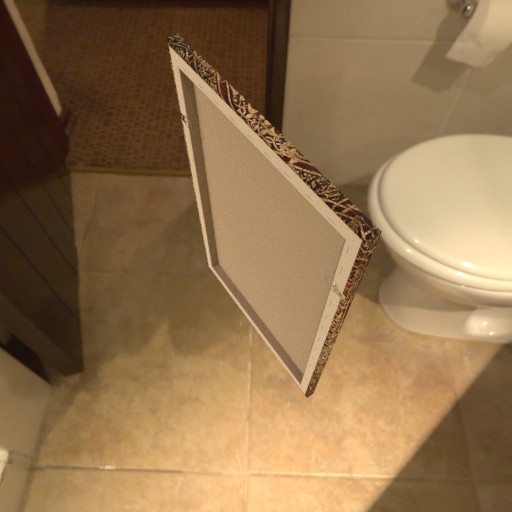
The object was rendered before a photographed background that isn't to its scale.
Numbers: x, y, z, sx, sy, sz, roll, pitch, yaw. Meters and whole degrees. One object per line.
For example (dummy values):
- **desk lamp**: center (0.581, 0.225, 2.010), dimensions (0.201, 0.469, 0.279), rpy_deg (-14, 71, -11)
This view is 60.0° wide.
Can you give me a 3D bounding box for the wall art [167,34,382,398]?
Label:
- **wall art**: center (0.000, 0.000, 0.766), dimensions (0.020, 0.599, 0.397), rpy_deg (-31, 63, -18)
